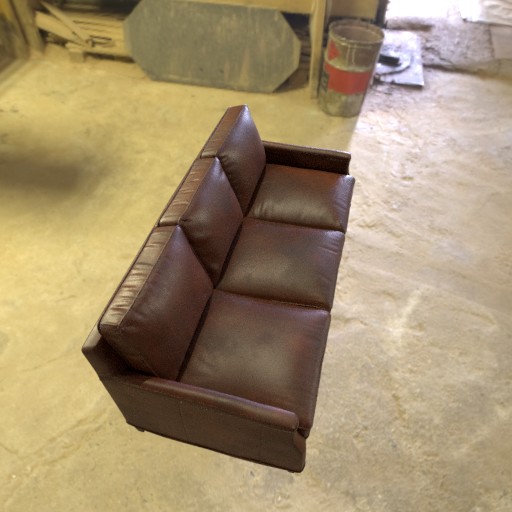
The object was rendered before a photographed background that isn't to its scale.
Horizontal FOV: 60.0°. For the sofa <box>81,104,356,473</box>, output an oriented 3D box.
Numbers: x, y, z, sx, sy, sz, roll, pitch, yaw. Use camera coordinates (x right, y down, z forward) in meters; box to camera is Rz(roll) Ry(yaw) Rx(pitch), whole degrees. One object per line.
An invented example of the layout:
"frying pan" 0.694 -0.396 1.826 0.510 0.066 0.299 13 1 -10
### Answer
"sofa" 0.000 0.000 2.850 1.084 1.003 2.240 11 48 10
